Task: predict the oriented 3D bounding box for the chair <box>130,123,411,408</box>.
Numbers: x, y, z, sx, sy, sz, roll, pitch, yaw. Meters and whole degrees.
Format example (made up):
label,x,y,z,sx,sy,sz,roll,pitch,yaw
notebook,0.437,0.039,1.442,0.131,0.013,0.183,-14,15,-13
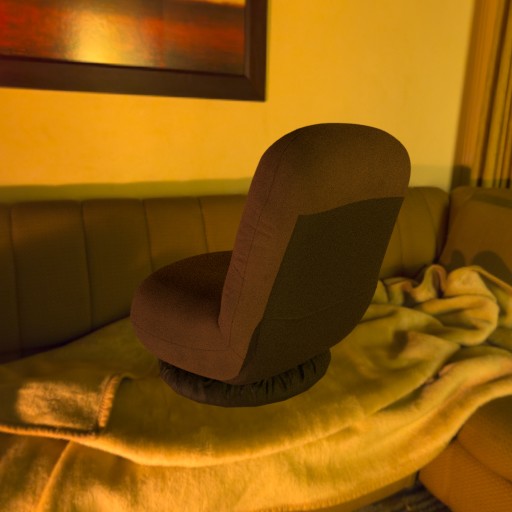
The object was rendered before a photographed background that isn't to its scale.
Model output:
label,x,y,z,sx,sy,sz,roll,pitch,yaw
chair,0.000,0.000,1.055,0.597,0.594,0.521,14,20,43
